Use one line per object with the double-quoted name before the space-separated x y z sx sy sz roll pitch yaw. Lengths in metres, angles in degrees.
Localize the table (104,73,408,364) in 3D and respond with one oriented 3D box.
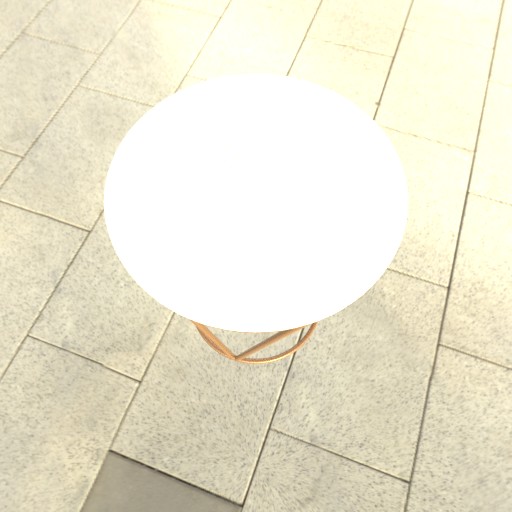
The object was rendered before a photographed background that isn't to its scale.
"table" 0.000 0.000 0.988 0.500 0.564 0.500 0 65 0
